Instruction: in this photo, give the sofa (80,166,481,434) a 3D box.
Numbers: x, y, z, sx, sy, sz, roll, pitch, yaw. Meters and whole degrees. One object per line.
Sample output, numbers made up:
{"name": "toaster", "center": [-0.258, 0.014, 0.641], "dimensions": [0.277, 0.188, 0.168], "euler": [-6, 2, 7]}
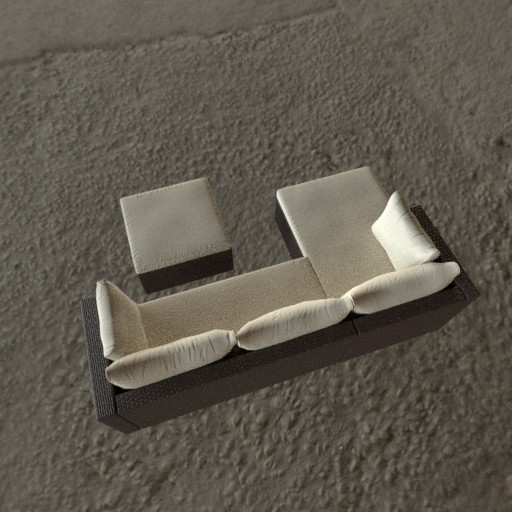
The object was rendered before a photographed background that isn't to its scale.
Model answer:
{"name": "sofa", "center": [0.000, 0.000, 2.970], "dimensions": [2.192, 0.766, 1.612], "euler": [-16, 59, -10]}
